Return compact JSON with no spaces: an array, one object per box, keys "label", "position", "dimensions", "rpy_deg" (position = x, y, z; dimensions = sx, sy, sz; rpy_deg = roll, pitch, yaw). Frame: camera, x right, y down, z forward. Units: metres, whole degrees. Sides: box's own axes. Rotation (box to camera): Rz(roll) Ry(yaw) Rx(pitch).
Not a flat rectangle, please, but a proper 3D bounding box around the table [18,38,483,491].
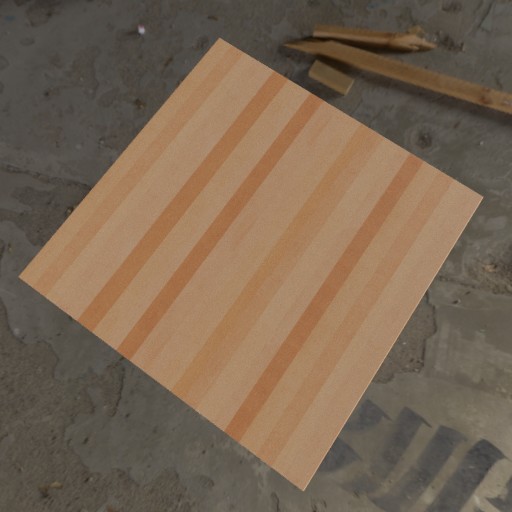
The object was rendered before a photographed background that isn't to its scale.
[{"label":"table","position":[0.000,0.000,1.412],"dimensions":[0.900,0.450,0.900],"rpy_deg":[34,79,8]}]
